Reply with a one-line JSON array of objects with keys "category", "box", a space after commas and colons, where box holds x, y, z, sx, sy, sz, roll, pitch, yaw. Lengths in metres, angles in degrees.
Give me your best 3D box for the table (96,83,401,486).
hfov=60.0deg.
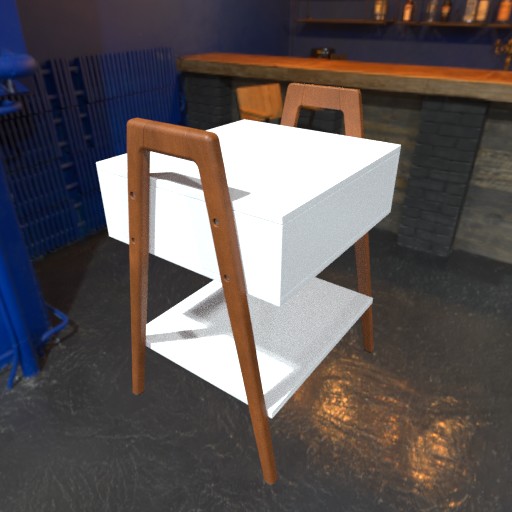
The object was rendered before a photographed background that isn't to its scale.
[{"category": "table", "box": [0.000, 0.000, 0.910, 0.405, 0.610, 0.457, 20, 35, 31]}]
